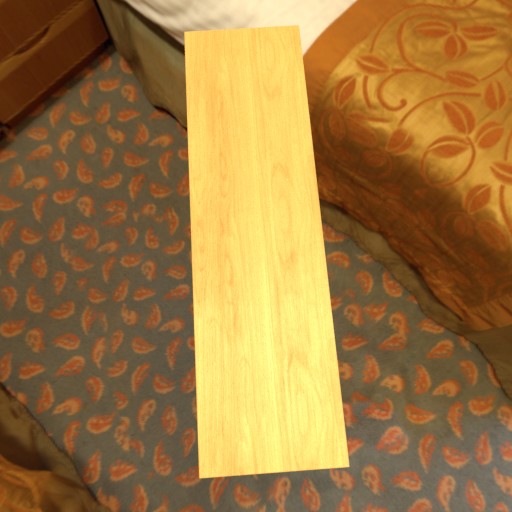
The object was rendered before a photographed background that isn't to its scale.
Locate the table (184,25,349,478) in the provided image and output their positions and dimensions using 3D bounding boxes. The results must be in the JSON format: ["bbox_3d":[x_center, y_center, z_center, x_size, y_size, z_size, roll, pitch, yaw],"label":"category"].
[{"bbox_3d":[0.000,0.000,1.538,0.350,0.730,1.240,-4,75,-1],"label":"table"}]
